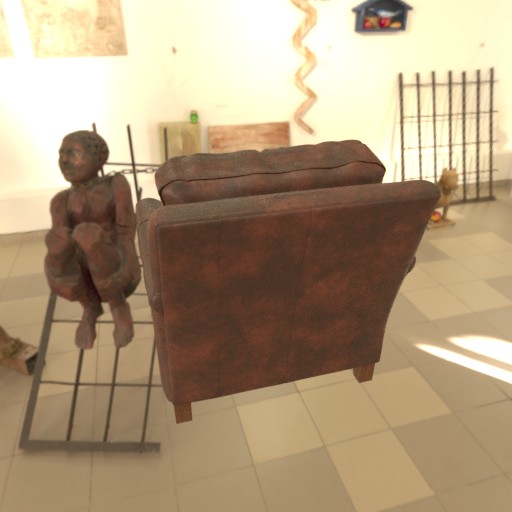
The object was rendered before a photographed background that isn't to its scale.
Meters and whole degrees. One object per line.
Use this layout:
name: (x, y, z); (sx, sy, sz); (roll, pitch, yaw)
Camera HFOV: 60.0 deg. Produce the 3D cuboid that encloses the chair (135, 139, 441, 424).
chair: (0.000, 0.000, 1.959); (0.987, 1.051, 1.156); (-8, 29, -14)
